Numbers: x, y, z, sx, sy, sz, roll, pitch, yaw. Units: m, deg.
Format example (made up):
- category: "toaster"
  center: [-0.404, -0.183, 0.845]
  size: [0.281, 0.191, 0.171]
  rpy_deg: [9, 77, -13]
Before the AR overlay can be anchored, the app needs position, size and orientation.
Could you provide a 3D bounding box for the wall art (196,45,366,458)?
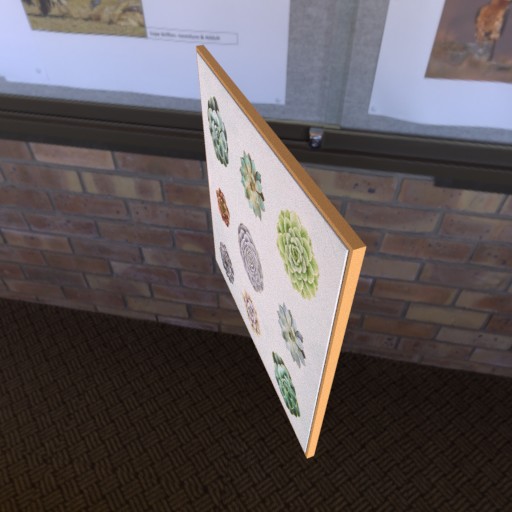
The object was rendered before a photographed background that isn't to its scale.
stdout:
- category: "wall art"
  center: [0.000, 0.000, 0.670]
  size: [0.013, 0.455, 0.457]
  rpy_deg: [-16, 48, -15]
